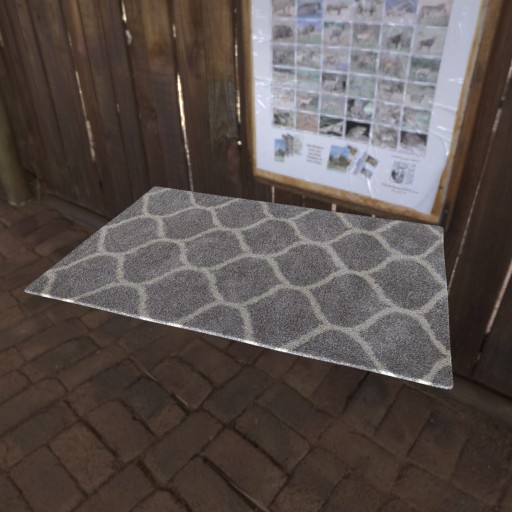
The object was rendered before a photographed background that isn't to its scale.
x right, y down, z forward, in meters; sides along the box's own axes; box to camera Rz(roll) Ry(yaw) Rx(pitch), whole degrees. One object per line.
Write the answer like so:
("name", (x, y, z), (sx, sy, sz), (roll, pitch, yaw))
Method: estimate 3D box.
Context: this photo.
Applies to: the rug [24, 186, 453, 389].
("rug", (0.000, 0.000, 3.333), (2.701, 0.026, 1.801), (10, 34, 15))
